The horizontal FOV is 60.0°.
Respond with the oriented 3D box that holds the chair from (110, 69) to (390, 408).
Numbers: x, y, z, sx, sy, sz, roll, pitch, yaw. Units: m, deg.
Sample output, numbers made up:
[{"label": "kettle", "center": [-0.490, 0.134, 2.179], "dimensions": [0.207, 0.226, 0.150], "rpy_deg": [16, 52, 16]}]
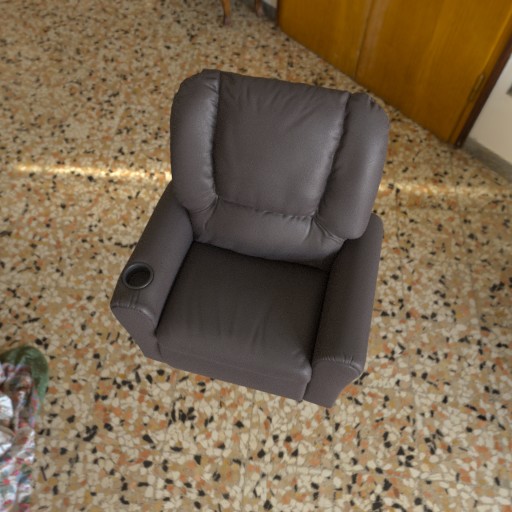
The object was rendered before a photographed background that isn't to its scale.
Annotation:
[{"label": "chair", "center": [0.000, 0.000, 1.119], "dimensions": [0.610, 0.709, 0.521], "rpy_deg": [13, 59, 8]}]
